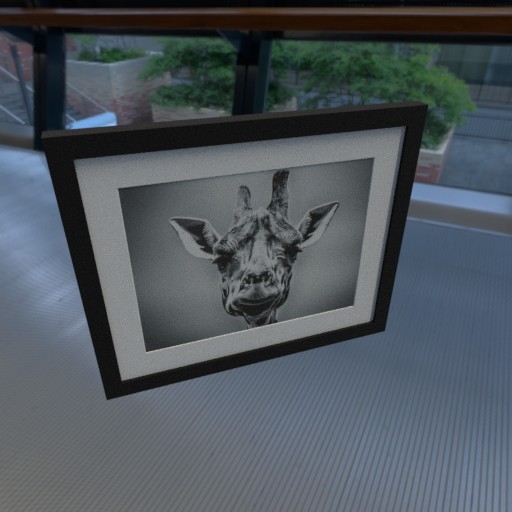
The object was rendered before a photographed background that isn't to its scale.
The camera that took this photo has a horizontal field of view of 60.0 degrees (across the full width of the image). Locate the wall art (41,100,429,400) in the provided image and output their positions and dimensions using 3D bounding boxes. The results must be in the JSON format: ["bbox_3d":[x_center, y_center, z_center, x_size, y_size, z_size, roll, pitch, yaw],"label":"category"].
[{"bbox_3d":[0.000,0.000,0.741,0.558,0.457,0.031,-10,32,-16],"label":"wall art"}]
